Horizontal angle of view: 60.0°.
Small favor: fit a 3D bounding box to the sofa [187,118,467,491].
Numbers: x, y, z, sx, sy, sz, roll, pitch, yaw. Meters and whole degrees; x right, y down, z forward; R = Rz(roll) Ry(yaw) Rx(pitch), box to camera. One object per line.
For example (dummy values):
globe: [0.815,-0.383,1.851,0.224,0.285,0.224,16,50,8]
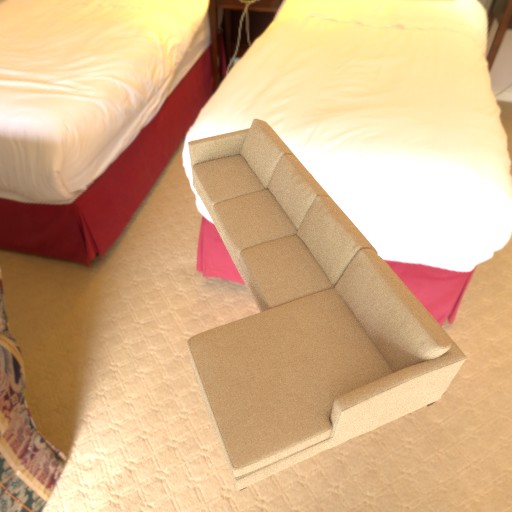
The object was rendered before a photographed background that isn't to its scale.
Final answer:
sofa: [0.000,0.000,3.812,1.625,0.846,3.186,-17,48,-16]
